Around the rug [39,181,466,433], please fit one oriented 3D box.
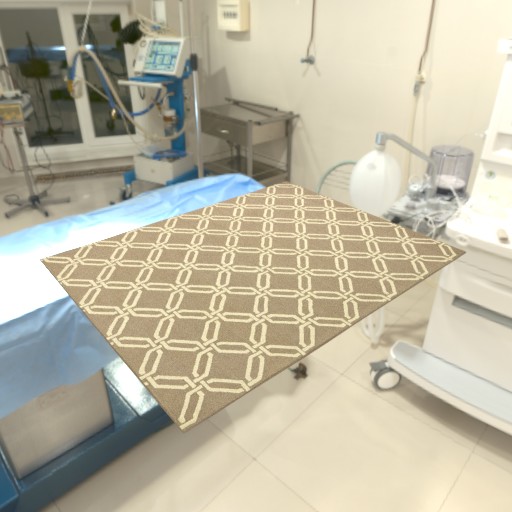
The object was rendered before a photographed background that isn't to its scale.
[{"bbox_3d":[0.000,0.000,3.822,2.895,0.018,2.288,-23,37,-34],"label":"rug"}]
